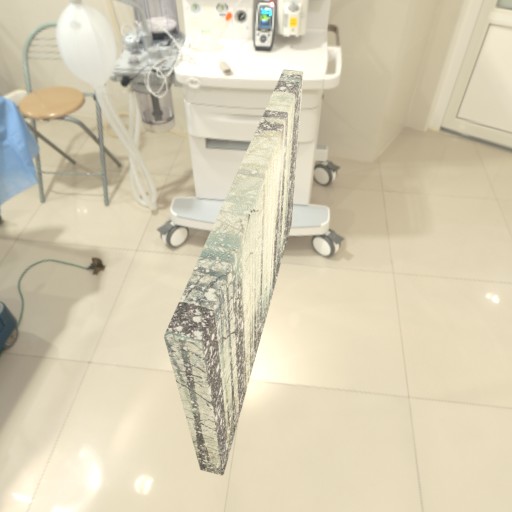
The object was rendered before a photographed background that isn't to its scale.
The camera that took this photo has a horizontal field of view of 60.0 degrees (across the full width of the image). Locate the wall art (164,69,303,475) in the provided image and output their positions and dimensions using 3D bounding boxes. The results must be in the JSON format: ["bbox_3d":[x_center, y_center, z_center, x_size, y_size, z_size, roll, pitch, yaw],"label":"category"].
[{"bbox_3d":[0.000,0.000,0.785,0.042,0.398,0.618,10,48,9],"label":"wall art"}]
